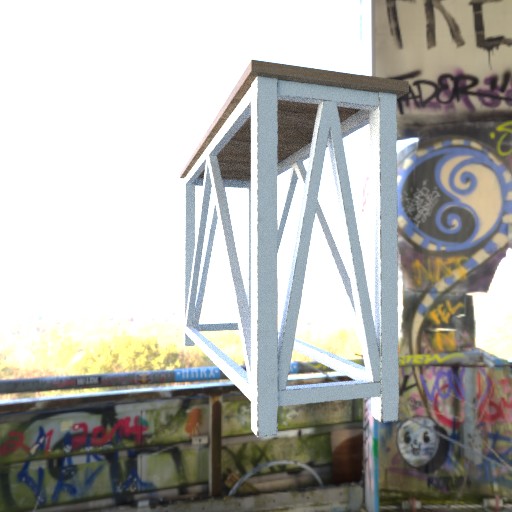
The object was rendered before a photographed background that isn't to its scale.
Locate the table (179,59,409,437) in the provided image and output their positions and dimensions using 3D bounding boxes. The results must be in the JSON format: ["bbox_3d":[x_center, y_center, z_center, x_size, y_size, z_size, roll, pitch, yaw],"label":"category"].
[{"bbox_3d":[0.000,0.000,1.807,0.450,0.930,1.400,0,-1,-17],"label":"table"}]
